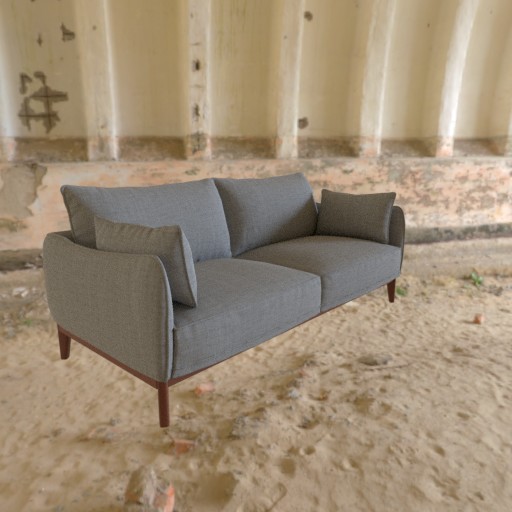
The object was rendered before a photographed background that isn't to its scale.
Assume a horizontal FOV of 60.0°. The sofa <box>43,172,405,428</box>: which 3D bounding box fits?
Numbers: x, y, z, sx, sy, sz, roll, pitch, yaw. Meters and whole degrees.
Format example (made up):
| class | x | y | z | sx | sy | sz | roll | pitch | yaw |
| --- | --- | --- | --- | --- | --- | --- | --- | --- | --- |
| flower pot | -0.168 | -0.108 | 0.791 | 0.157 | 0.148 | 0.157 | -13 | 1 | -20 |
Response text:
| class | x | y | z | sx | sy | sz | roll | pitch | yaw |
| --- | --- | --- | --- | --- | --- | --- | --- | --- | --- |
| sofa | 0.000 | 0.000 | 2.483 | 0.972 | 0.851 | 1.989 | 12 | 18 | 41 |
